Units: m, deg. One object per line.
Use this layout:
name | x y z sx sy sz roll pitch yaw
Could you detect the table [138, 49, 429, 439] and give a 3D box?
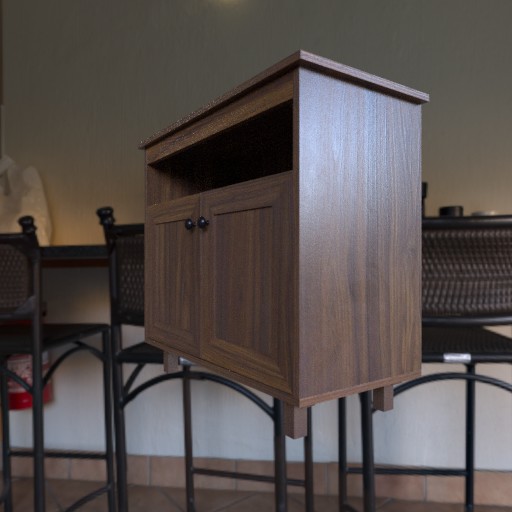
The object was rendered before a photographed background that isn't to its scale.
table | 0.000 0.000 1.212 0.390 0.725 0.802 0 0 -35
